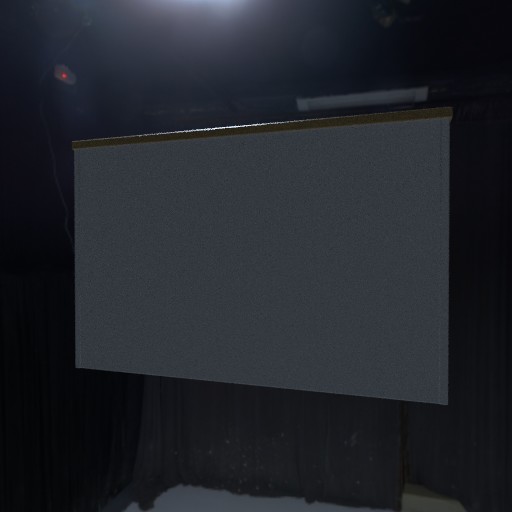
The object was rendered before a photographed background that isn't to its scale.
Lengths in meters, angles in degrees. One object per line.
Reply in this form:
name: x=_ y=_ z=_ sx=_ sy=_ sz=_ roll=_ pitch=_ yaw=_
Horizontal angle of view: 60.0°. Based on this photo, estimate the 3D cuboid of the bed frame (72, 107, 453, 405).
bed frame: x=0.000 y=0.000 z=1.655 sx=1.300 sy=0.850 sz=0.430 roll=0 pitch=1 yaw=18
